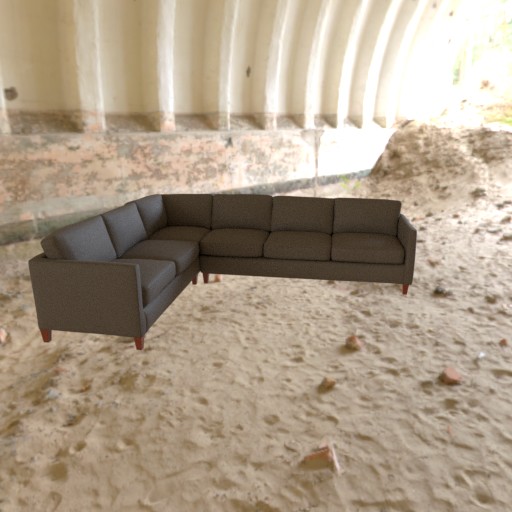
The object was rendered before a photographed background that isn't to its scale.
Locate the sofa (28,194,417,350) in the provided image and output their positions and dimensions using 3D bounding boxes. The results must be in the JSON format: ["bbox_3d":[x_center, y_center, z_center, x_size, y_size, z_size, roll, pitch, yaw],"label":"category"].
[{"bbox_3d":[0.000,0.000,4.524,3.302,0.947,2.593,3,17,9],"label":"sofa"}]
